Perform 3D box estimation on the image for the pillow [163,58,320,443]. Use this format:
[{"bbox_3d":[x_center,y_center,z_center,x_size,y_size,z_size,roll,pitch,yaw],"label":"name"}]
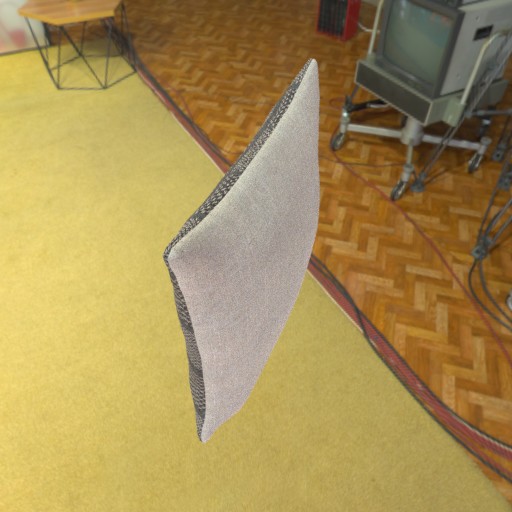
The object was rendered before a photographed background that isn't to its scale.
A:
[{"bbox_3d":[0.000,0.000,0.671,0.138,0.432,0.435,16,49,15],"label":"pillow"}]
